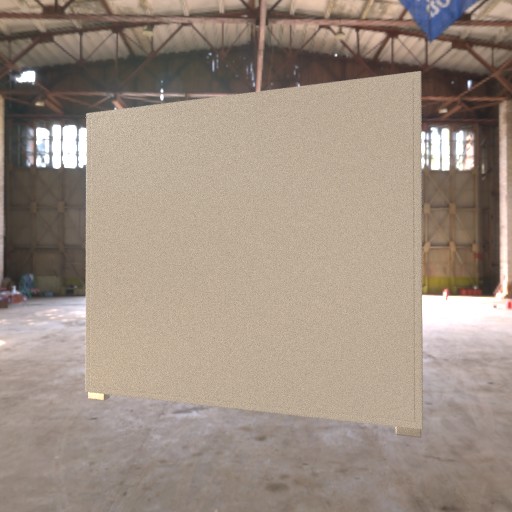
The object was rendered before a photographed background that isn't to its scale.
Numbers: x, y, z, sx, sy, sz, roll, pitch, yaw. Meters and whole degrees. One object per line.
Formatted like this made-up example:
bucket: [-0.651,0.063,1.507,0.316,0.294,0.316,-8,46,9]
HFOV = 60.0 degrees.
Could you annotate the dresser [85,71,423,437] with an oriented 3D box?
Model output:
dresser: [0.000,0.000,1.591,1.100,1.000,0.460,0,-1,18]
